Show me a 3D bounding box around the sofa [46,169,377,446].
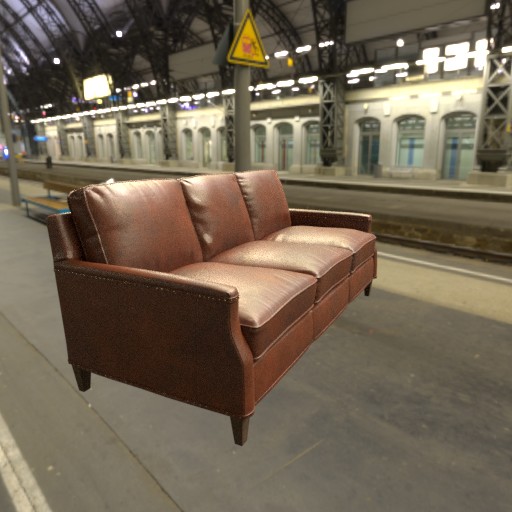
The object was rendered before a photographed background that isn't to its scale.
[{"bbox_3d":[0.000,0.000,2.800,1.084,1.003,2.240,7,15,27],"label":"sofa"}]
